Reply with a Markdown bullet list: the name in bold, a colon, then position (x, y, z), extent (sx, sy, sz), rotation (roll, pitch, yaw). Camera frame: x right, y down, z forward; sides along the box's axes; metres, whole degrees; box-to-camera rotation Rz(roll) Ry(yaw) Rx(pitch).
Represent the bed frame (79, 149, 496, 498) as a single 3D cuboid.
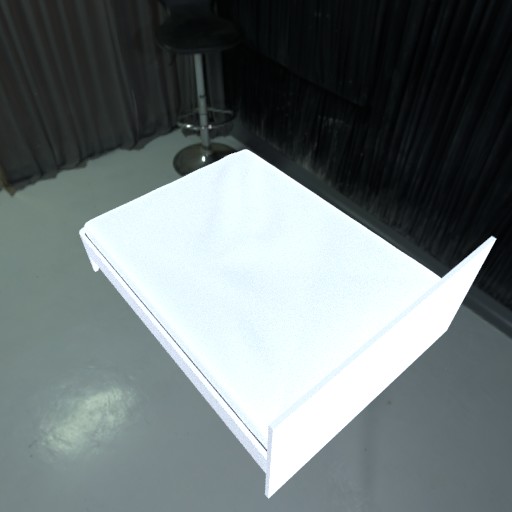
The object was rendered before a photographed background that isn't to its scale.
- **bed frame**: position (0.000, 0.000, 2.682), extent (1.490, 0.800, 1.950), rotation (-31, 54, -27)
